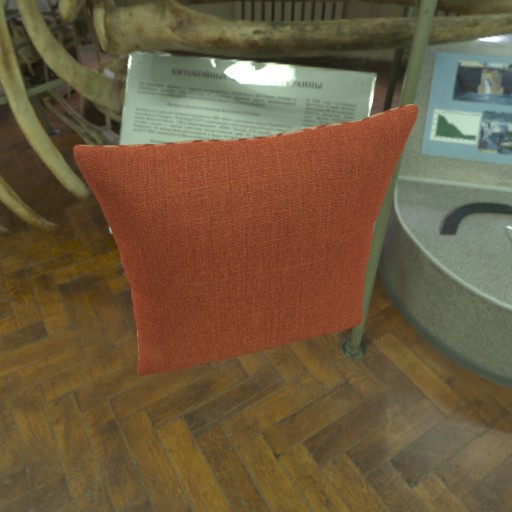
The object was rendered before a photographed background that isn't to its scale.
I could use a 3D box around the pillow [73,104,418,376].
[{"bbox_3d":[0.000,0.000,0.672,0.429,0.434,0.159,-12,43,-13],"label":"pillow"}]
